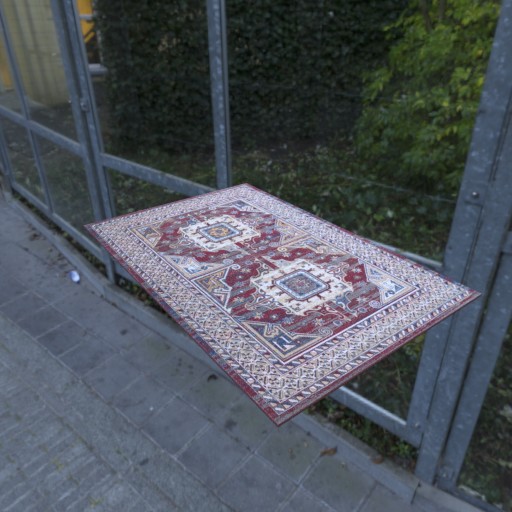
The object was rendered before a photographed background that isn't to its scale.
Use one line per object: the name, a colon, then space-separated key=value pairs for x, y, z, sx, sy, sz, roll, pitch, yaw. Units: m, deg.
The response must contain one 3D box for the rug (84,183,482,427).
rug: x=0.000 y=0.000 z=5.873 sx=3.033 sy=0.033 sz=4.578 roll=-20 pitch=35 yaw=-32
